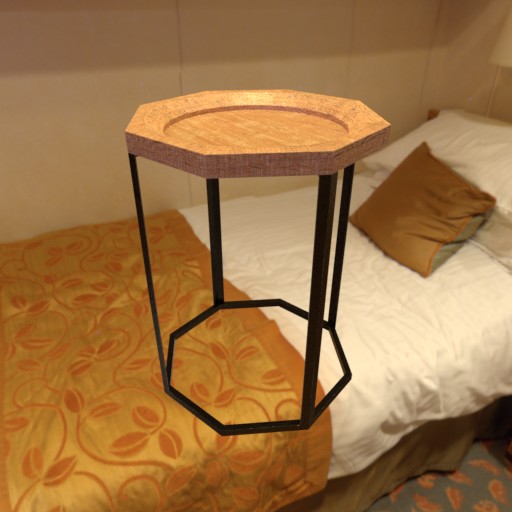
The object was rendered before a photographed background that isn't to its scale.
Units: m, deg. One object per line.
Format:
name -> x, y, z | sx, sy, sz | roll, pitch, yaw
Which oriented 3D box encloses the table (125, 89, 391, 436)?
table -> 0.000, 0.000, 0.882 | 0.437, 0.553, 0.437 | 9, 32, 15
